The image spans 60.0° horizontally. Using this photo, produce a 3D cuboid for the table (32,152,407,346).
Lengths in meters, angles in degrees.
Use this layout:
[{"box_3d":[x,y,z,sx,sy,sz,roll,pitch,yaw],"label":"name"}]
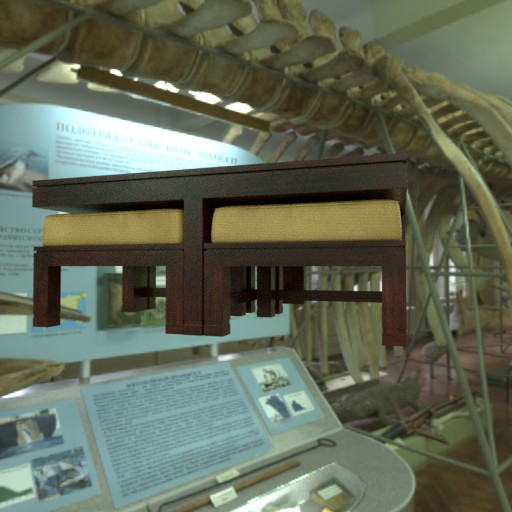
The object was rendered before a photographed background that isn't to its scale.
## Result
[{"box_3d":[0.000,0.000,1.354,0.865,0.356,0.865,0,-1,18],"label":"table"}]
